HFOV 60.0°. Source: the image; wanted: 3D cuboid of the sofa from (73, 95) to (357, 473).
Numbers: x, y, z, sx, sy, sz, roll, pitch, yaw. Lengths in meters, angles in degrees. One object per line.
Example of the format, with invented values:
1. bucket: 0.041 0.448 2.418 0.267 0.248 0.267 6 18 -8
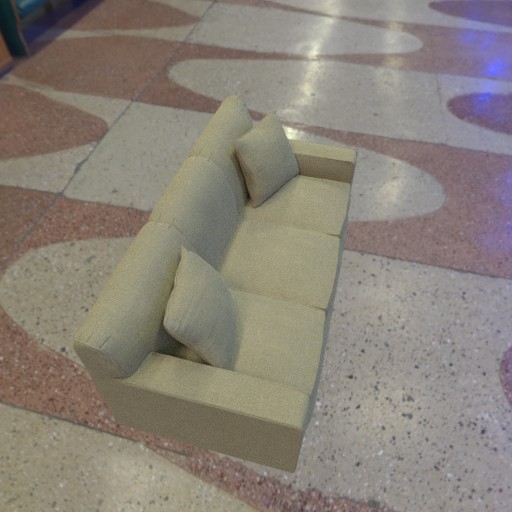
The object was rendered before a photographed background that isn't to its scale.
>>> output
1. sofa: 0.000 0.000 2.605 0.997 0.958 2.024 11 48 10
